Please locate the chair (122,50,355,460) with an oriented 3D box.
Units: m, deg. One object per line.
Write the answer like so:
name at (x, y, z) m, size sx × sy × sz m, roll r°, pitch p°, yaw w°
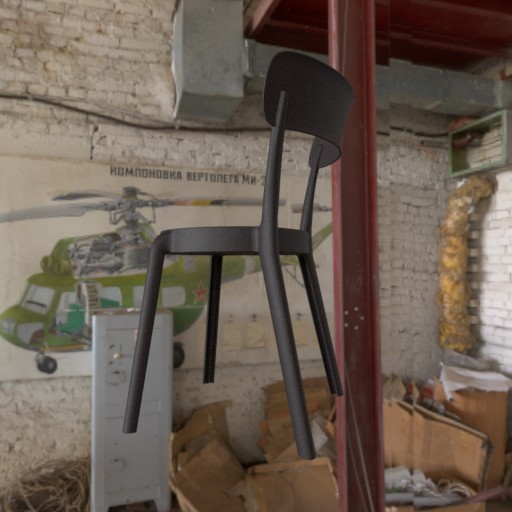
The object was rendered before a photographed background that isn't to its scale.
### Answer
chair at (0.000, 0.000, 1.125) m, size 0.491 × 0.790 × 0.506 m, roll 0°, pitch -1°, yaw 18°
